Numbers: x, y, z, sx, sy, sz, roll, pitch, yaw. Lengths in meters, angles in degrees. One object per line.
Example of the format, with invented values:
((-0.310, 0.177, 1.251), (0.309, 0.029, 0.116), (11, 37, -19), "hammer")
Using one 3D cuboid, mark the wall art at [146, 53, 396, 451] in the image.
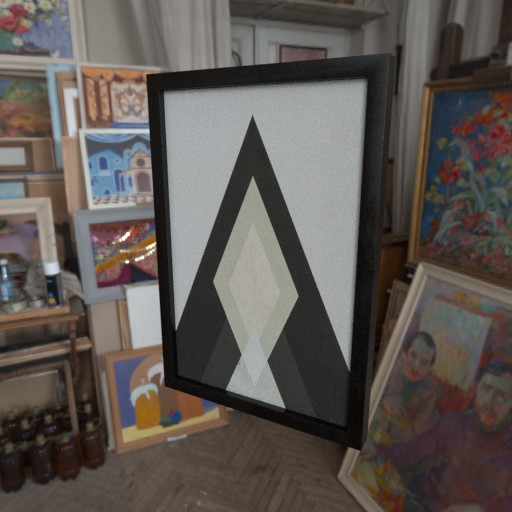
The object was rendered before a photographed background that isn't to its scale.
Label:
((0.000, 0.000, 0.576), (0.313, 0.457, 0.031), (8, 17, 28), "wall art")
